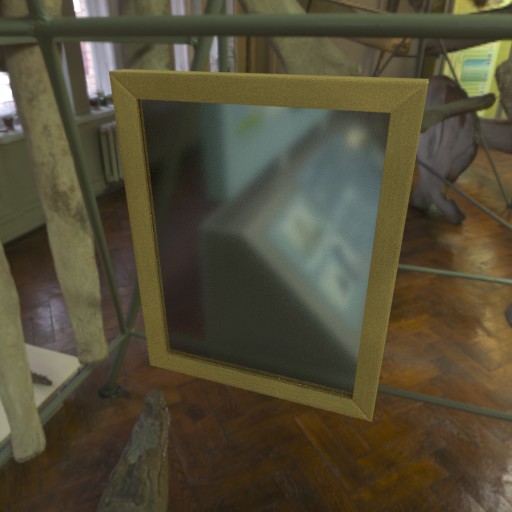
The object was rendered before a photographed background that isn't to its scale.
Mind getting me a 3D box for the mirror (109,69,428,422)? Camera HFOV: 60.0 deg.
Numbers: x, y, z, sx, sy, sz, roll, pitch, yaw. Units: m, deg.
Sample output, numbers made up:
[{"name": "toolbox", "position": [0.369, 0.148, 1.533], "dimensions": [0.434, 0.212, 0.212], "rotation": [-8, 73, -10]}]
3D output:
[{"name": "mirror", "position": [0.000, 0.000, 0.668], "dimensions": [0.405, 0.508, 0.041], "rotation": [9, 29, 17]}]
